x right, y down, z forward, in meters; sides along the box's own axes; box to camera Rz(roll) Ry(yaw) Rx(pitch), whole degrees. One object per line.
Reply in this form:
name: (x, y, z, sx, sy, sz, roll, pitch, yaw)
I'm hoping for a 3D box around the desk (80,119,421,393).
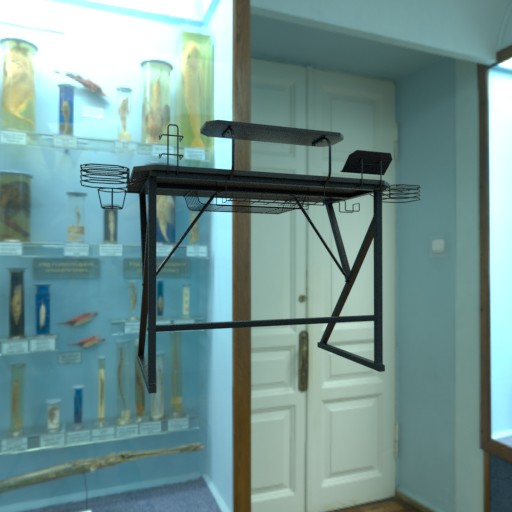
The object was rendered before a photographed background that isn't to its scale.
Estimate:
desk: (0.000, 0.000, 1.766, 1.290, 0.880, 0.580, 0, -1, -19)
